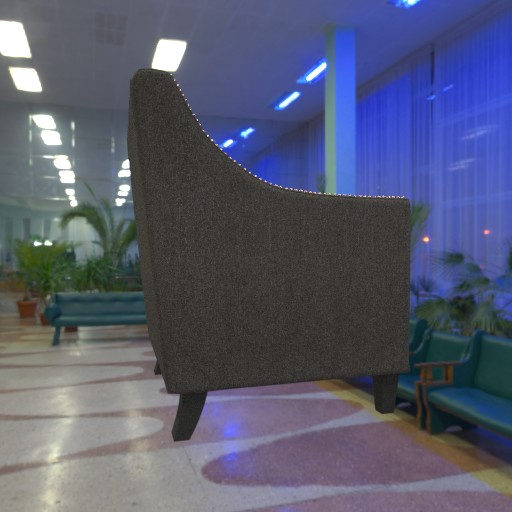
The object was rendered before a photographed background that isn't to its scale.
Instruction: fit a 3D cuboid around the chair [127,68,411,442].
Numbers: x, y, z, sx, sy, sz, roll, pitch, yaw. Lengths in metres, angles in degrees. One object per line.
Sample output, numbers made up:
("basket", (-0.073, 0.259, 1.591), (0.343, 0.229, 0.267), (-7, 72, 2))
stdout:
("chair", (0.000, 0.000, 1.599), (0.884, 0.967, 0.776), (0, 0, -17))
